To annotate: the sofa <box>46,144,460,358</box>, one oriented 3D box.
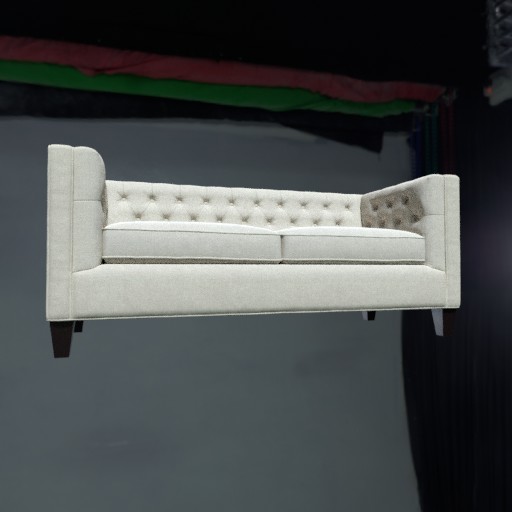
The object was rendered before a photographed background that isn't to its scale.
[{"bbox_3d":[0.000,0.000,2.176,1.778,0.762,0.775,1,-2,-18],"label":"sofa"}]
